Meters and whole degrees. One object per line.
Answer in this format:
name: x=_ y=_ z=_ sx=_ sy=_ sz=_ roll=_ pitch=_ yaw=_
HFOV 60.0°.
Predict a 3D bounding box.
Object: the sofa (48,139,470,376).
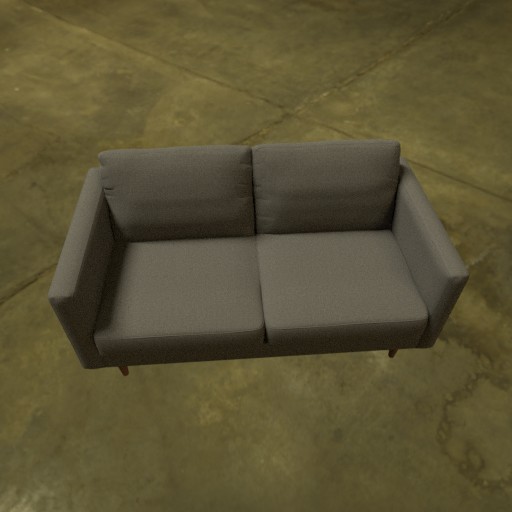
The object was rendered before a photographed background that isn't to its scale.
sofa: x=0.000 y=0.000 z=2.217 sx=1.713 sy=0.866 sz=0.940 roll=-3 pitch=46 yaw=-3
